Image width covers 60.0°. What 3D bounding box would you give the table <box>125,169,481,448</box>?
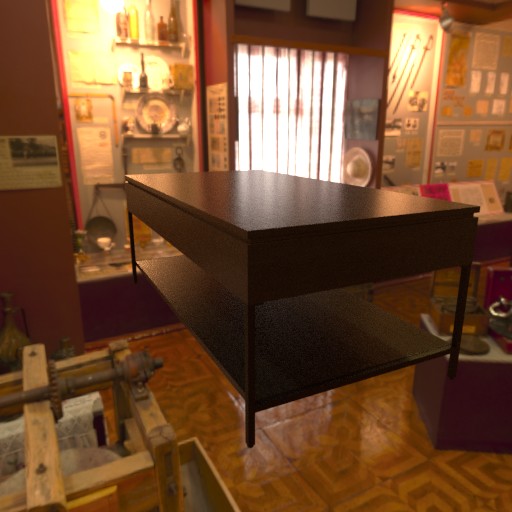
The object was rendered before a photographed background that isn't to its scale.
[{"bbox_3d":[0.000,0.000,1.395,0.574,0.435,1.095,-8,17,-25],"label":"table"}]
